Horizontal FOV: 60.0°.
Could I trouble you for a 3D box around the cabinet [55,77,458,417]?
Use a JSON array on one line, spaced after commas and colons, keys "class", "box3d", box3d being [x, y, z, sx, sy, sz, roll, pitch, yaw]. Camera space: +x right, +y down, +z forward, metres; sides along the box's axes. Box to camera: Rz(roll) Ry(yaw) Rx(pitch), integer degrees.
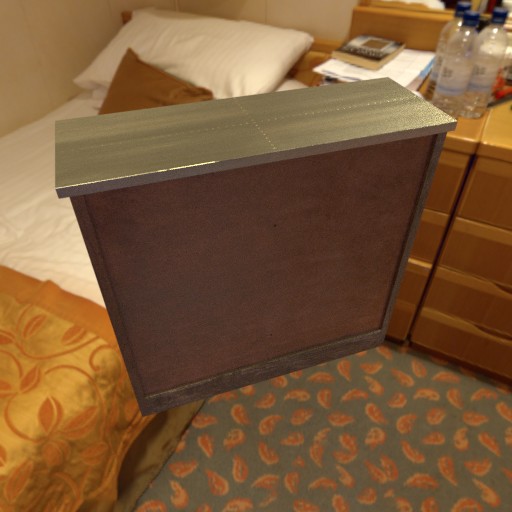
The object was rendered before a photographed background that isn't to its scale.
[{"class": "cabinet", "box3d": [0.000, 0.000, 1.430, 0.968, 0.919, 0.338, -13, 43, -14]}]
